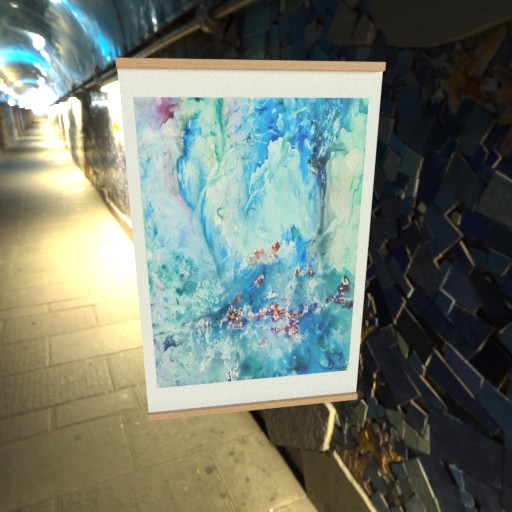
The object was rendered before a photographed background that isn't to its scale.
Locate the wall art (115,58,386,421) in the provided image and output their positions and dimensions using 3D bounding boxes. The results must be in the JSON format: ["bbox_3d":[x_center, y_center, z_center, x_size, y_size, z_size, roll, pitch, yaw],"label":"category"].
[{"bbox_3d":[0.000,0.000,1.260,0.669,1.020,0.027,-3,19,-9],"label":"wall art"}]
